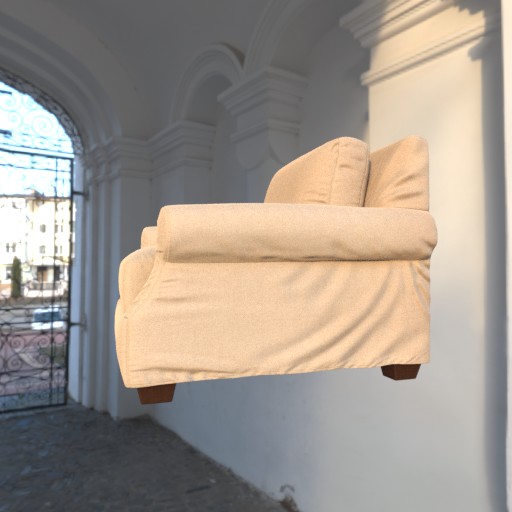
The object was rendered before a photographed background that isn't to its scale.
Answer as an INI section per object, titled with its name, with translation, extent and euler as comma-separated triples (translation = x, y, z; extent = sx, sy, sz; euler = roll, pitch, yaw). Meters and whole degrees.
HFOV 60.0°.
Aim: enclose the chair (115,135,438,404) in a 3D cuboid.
[chair]
translation = 0.000, 0.000, 1.761
extent = 1.066, 0.866, 0.940
euler = 0, -1, -18
